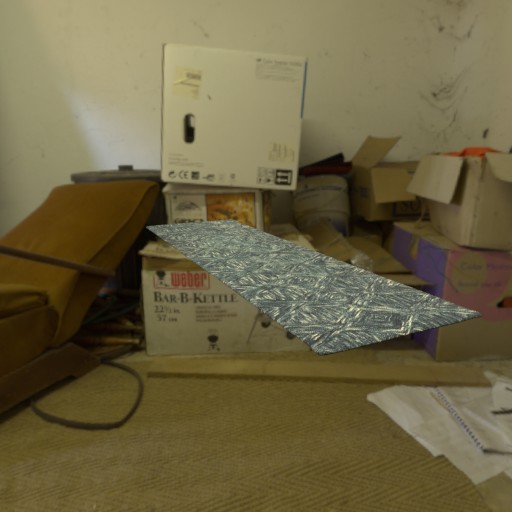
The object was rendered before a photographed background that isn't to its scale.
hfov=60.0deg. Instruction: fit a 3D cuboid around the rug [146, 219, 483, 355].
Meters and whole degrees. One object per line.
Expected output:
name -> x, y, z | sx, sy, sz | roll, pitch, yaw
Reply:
rug -> 0.000, 0.000, 2.454 | 0.719, 0.013, 2.306 | -7, 16, -26
